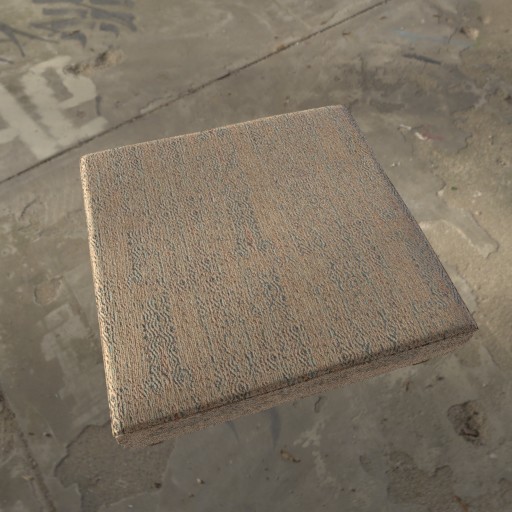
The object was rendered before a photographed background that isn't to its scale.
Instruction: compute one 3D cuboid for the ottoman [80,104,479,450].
[{"bbox_3d":[0.000,0.000,1.488,1.004,0.356,0.968,-14,59,-9],"label":"ottoman"}]
